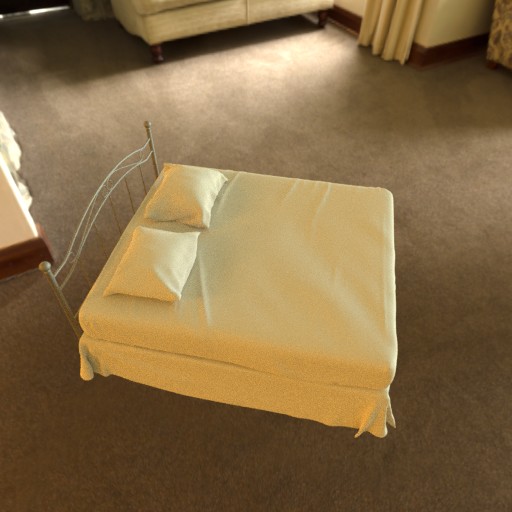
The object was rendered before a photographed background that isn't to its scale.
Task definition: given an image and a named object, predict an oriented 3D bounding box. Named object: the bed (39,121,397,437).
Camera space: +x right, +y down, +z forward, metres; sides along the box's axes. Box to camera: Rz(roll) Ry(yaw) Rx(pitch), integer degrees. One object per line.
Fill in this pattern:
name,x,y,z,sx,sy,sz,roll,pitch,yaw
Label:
bed,0.000,0.000,3.265,2.215,1.080,1.936,8,47,8
